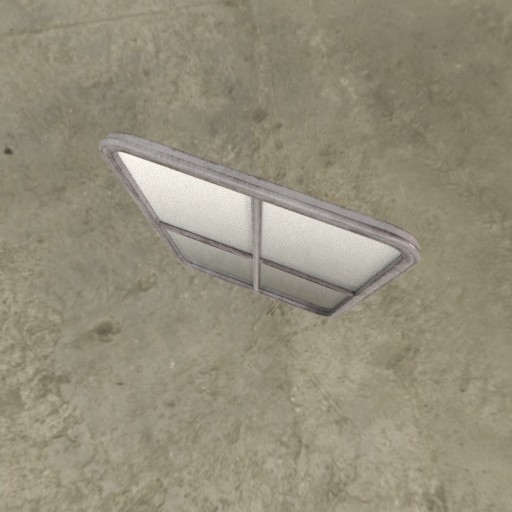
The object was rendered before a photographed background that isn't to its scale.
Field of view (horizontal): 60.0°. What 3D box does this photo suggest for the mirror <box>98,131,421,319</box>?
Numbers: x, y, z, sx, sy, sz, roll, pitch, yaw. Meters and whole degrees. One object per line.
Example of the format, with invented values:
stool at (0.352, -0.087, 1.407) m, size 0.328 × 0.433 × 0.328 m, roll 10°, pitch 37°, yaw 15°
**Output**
mirror at (0.000, 0.000, 0.891) m, size 0.461 × 0.713 × 0.024 m, roll 20°, pitch 76°, yaw 5°
